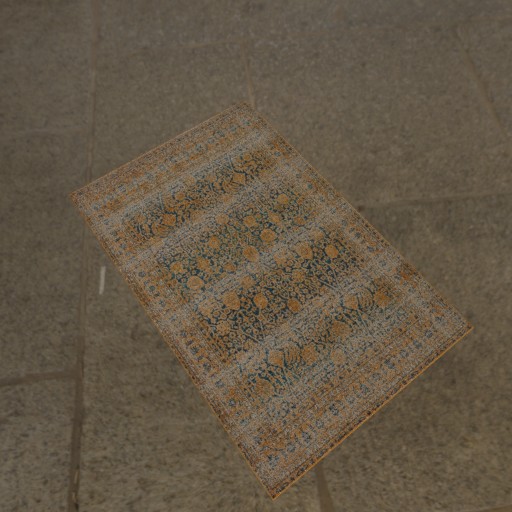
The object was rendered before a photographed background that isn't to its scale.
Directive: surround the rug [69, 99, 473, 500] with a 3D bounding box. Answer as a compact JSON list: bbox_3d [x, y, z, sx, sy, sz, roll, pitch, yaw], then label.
[{"bbox_3d":[0.000,0.000,2.882,1.525,0.007,2.336,-34,68,-16],"label":"rug"}]
